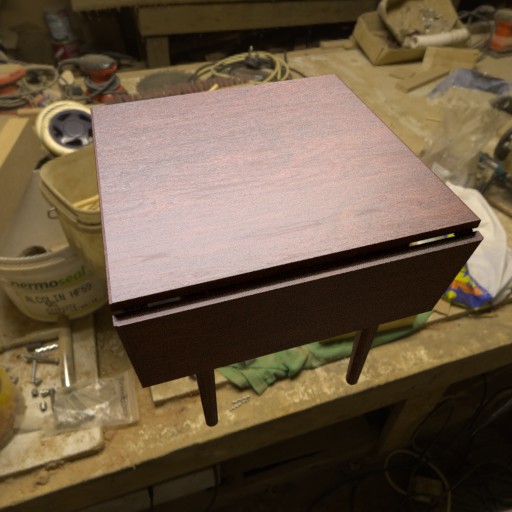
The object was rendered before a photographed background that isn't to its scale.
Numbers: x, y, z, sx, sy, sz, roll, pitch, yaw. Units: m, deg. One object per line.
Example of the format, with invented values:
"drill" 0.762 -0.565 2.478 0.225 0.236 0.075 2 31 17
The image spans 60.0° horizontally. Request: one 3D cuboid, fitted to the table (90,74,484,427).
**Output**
"table" 0.000 0.000 1.437 0.812 0.763 0.843 -12 47 -12
